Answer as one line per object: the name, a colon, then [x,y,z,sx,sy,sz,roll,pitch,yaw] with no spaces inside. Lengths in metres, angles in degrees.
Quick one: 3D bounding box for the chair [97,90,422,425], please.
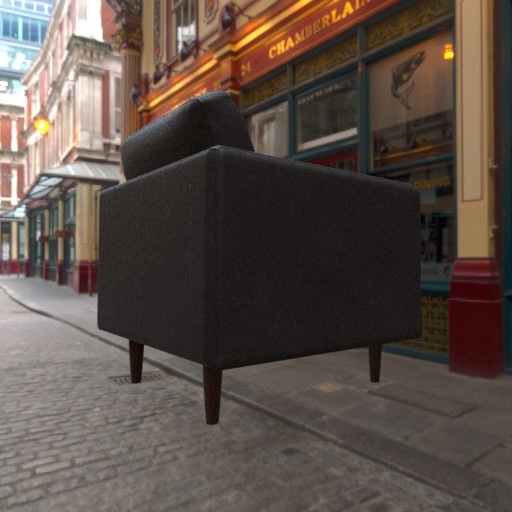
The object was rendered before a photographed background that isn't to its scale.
chair: [0.000,0.000,1.590,0.879,0.898,0.831,1,-2,-38]
